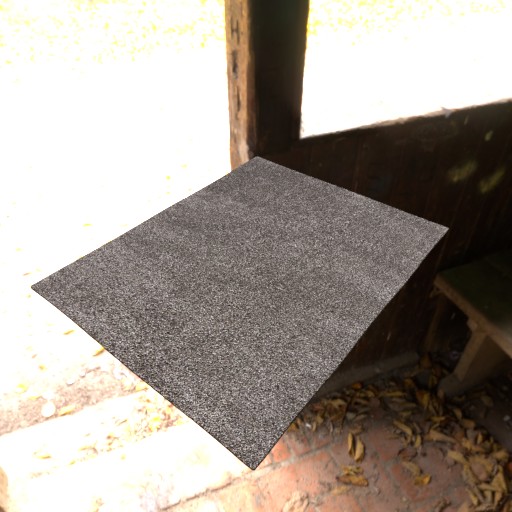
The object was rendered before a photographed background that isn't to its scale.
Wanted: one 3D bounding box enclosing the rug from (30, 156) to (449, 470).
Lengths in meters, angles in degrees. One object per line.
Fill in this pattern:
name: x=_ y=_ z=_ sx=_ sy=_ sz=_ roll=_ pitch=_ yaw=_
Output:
rug: x=0.000 y=0.000 z=3.990 sx=2.401 sy=0.025 sz=3.000 roll=27 pitch=47 yaw=29
